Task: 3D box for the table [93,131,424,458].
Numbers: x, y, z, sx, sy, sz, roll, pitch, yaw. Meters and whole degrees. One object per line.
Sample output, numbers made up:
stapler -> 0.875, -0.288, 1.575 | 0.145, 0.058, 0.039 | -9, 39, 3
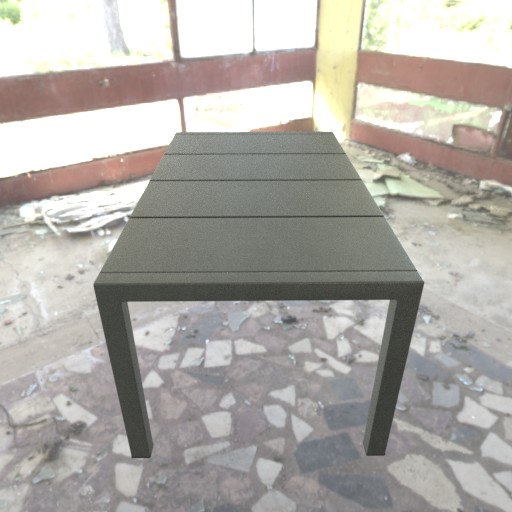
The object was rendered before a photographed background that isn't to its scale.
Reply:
table -> 0.000, 0.000, 1.274 | 0.559, 0.460, 0.965 | 0, 30, -1
